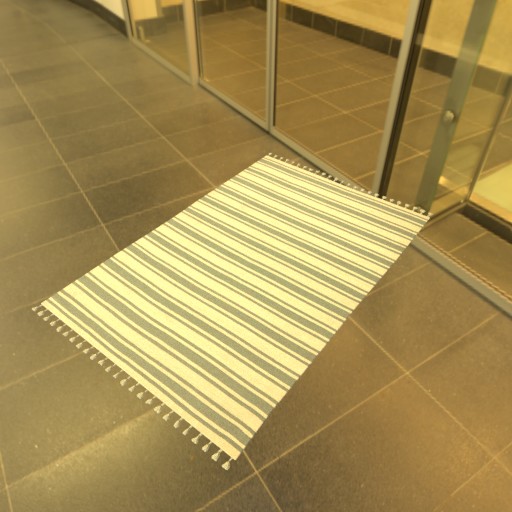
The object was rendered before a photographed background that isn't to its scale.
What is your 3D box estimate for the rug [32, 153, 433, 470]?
[{"bbox_3d":[0.000,0.000,3.006,1.539,0.011,2.410,27,49,27],"label":"rug"}]
